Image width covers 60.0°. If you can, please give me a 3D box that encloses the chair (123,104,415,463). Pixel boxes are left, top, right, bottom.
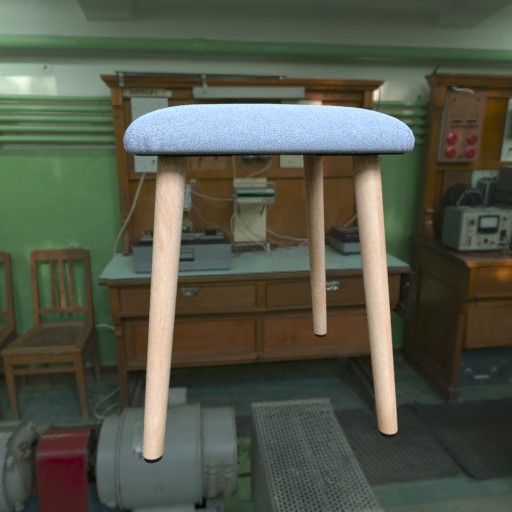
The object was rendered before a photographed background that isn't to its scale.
[{"bbox_3d":[0.000,0.000,0.688,0.350,0.440,0.350,-2,15,-9],"label":"chair"}]
